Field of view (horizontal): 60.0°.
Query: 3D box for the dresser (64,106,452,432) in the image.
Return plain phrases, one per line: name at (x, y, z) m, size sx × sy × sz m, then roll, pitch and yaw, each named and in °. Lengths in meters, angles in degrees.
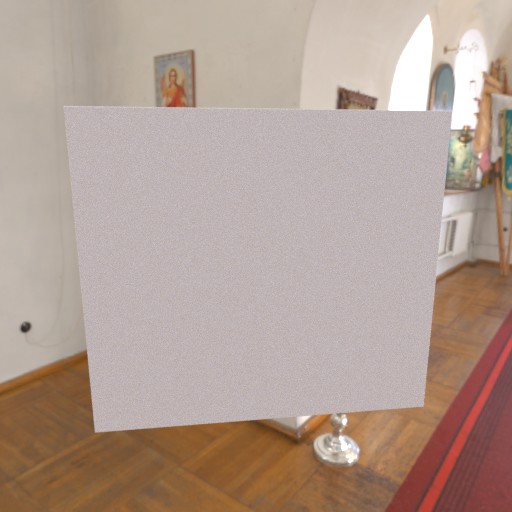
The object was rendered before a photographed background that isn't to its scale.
dresser at (0.000, 0.000, 1.225) m, size 0.830 × 0.740 × 0.420 m, roll -2°, pitch 14°, yaw -7°
